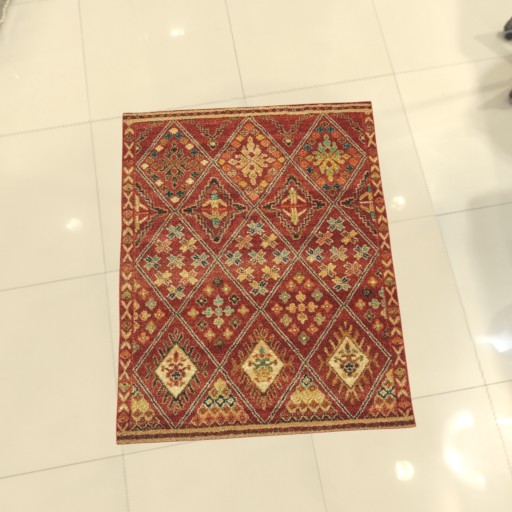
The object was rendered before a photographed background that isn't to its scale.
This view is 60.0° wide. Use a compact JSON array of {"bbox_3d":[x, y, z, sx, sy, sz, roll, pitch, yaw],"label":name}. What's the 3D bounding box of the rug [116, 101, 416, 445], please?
[{"bbox_3d":[0.000,0.000,4.043,2.489,0.030,3.086,-3,76,-1],"label":"rug"}]
